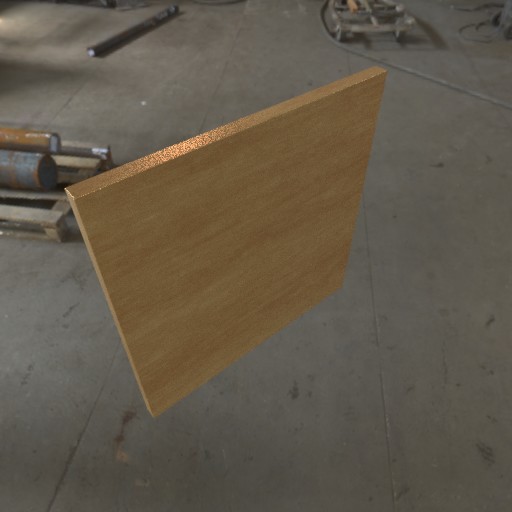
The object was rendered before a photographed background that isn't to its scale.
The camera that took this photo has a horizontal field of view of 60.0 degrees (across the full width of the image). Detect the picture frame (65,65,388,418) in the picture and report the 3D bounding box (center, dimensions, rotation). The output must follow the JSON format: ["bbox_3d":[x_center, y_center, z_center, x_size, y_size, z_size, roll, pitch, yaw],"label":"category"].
[{"bbox_3d":[0.000,0.000,1.134,0.758,0.761,0.037,-30,52,-27],"label":"picture frame"}]
